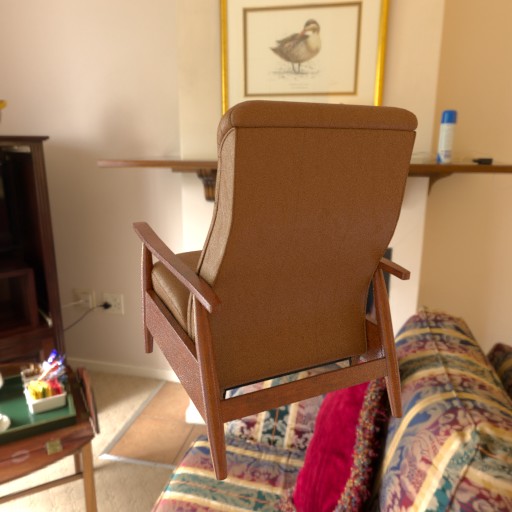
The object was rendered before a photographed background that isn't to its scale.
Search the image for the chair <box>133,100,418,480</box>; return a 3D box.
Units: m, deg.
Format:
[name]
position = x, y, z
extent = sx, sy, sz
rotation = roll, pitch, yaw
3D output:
[chair]
position = 0.000, 0.000, 1.768
extent = 0.762, 1.082, 1.014
rotation = -7, 15, -26
